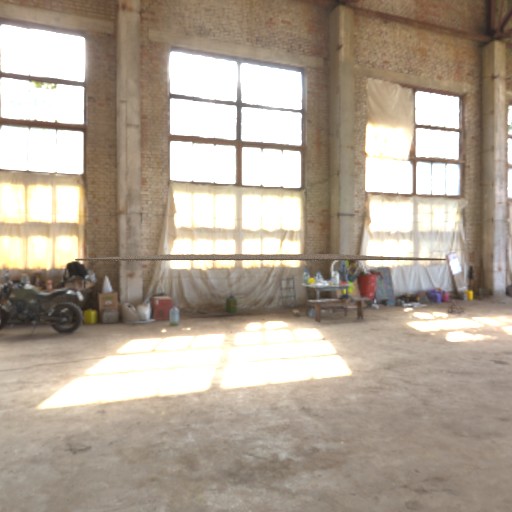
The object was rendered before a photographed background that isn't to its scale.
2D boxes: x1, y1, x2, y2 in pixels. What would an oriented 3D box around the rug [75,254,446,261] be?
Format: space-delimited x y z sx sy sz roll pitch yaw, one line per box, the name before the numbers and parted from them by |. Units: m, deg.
rug | 0.000 0.000 3.013 1.523 0.008 2.438 0 1 -1
